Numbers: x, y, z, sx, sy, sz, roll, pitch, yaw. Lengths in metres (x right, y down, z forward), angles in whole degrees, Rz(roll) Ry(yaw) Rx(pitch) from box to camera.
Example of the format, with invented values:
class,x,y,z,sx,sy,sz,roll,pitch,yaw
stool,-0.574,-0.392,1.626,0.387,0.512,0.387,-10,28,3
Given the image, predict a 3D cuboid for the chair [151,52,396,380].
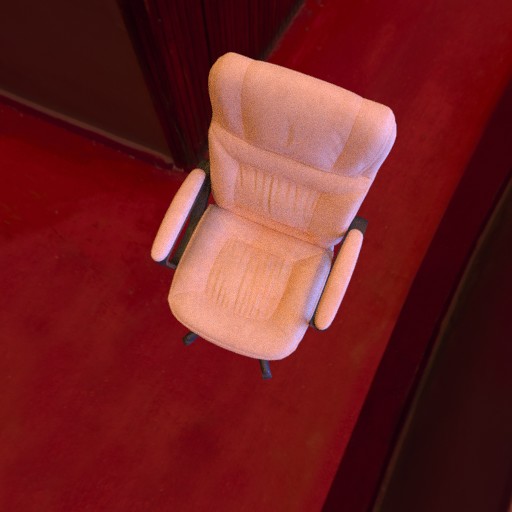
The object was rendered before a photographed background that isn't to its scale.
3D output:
class,x,y,z,sx,sy,sz,roll,pitch,yaw
chair,0.000,0.000,1.544,0.667,1.105,0.724,22,74,7
